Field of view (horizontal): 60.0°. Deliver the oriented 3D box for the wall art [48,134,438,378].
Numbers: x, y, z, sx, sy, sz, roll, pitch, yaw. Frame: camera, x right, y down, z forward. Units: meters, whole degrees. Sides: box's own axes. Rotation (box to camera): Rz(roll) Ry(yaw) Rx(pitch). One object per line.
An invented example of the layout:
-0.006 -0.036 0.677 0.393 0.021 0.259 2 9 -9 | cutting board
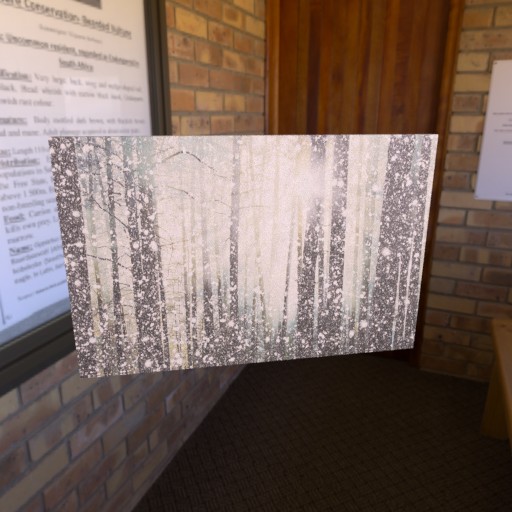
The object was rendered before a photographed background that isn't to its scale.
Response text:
0.000 0.000 1.138 0.919 0.598 0.038 -3 18 -9 | wall art
